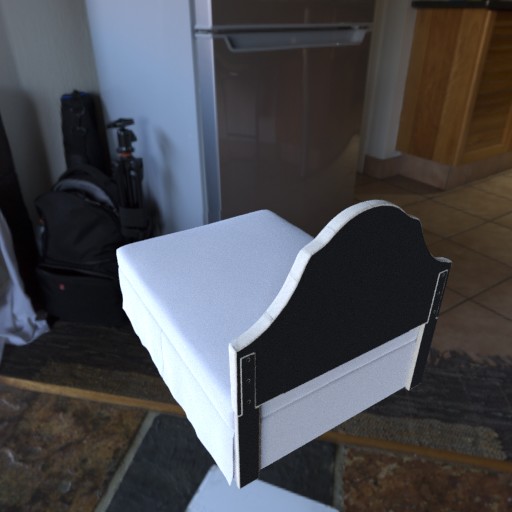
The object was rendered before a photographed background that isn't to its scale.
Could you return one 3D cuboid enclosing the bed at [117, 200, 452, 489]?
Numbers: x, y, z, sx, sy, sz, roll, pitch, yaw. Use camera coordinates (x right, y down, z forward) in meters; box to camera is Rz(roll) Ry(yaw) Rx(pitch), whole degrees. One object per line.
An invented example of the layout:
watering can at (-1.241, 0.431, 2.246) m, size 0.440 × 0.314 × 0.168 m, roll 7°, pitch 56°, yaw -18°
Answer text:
bed at (0.000, 0.000, 3.237) m, size 1.627 × 1.575 × 2.092 m, roll -17°, pitch 34°, yaw -27°
